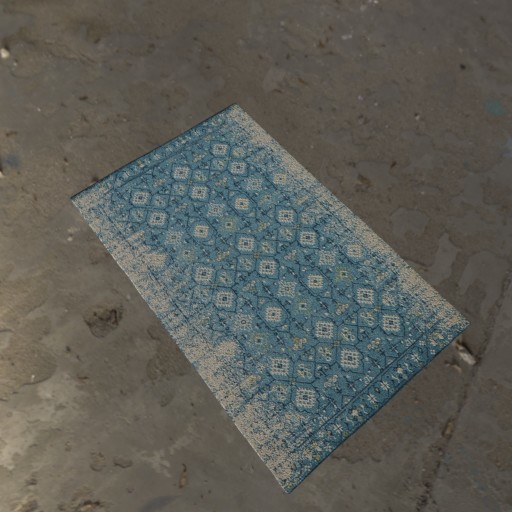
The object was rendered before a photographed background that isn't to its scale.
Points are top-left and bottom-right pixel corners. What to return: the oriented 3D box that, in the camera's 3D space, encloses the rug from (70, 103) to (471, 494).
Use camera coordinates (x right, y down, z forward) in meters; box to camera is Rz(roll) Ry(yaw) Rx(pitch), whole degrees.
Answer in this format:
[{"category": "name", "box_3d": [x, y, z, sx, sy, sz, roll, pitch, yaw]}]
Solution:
[{"category": "rug", "box_3d": [0.000, 0.000, 3.005, 1.530, 0.015, 2.449, -35, 68, -17]}]
